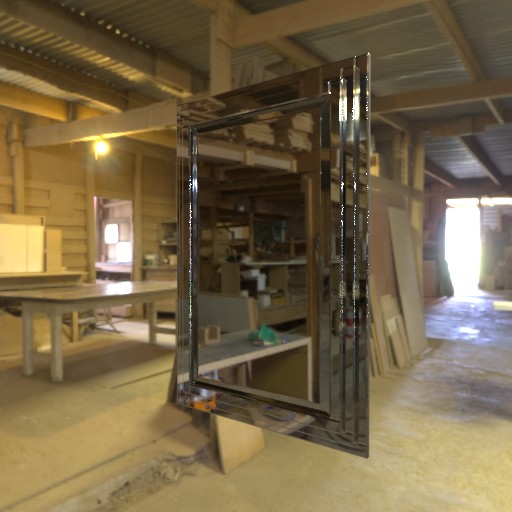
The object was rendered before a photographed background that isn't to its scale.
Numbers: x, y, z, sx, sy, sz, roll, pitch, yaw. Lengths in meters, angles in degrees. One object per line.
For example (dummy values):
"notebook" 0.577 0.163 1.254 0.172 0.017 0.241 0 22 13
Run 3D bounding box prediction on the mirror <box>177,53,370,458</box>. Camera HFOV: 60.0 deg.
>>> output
"mirror" 0.000 0.000 1.172 0.613 0.914 0.039 1 1 36
